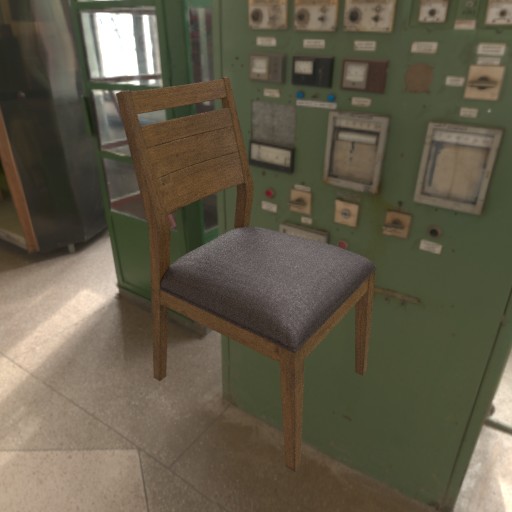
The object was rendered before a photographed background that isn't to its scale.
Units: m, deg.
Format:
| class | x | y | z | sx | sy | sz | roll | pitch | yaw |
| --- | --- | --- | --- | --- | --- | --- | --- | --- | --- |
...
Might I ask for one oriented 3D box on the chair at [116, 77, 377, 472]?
| class | x | y | z | sx | sy | sz | roll | pitch | yaw |
| --- | --- | --- | --- | --- | --- | --- | --- | --- | --- |
| chair | 0.000 | 0.000 | 1.328 | 0.610 | 0.939 | 0.501 | 18 | 32 | 31 |
